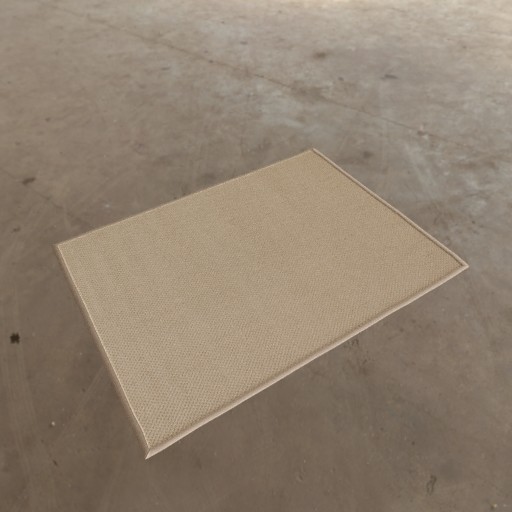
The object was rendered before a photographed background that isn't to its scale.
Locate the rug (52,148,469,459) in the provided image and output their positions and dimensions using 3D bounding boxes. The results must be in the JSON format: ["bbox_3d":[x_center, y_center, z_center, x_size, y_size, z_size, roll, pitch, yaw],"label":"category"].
[{"bbox_3d":[0.000,0.000,2.707,2.081,0.020,1.525,-25,51,-22],"label":"rug"}]
